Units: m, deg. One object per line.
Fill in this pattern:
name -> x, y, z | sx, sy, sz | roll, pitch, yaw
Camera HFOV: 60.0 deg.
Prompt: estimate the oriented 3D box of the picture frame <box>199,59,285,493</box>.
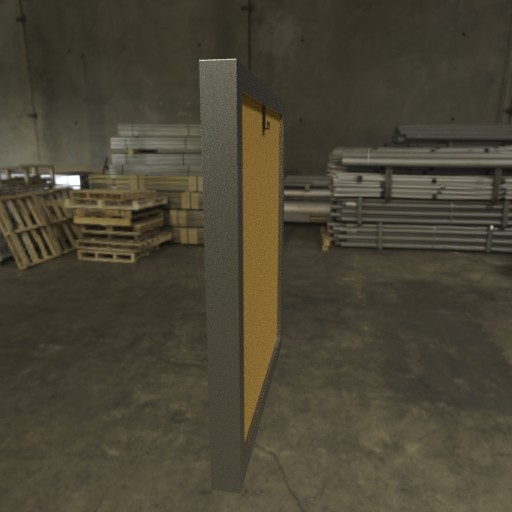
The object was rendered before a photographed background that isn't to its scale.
picture frame -> 0.000, 0.000, 1.353 | 0.073, 0.968, 0.839 | 2, 14, 10
